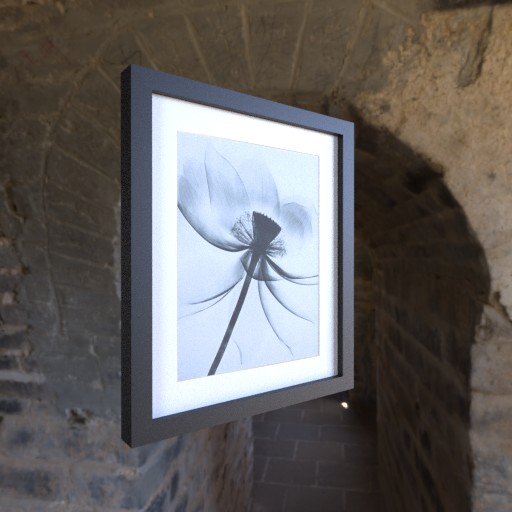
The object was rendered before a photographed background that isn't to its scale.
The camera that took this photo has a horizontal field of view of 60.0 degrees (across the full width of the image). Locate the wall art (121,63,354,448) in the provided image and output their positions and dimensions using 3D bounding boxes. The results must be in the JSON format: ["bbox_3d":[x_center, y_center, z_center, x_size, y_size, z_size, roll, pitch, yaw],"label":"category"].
[{"bbox_3d":[0.000,0.000,0.549,0.330,0.381,0.029,0,0,-37],"label":"wall art"}]
